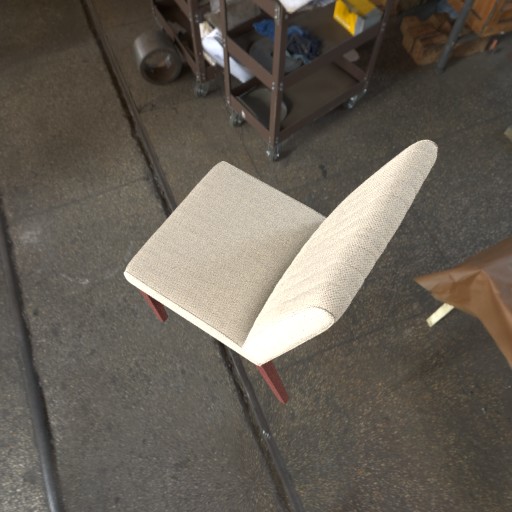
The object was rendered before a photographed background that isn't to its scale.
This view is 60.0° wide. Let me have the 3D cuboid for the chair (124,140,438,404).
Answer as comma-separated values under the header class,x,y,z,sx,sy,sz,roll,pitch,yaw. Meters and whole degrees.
class,x,y,z,sx,sy,sz,roll,pitch,yaw
chair,0.000,0.000,1.227,0.594,0.900,0.480,30,67,15
